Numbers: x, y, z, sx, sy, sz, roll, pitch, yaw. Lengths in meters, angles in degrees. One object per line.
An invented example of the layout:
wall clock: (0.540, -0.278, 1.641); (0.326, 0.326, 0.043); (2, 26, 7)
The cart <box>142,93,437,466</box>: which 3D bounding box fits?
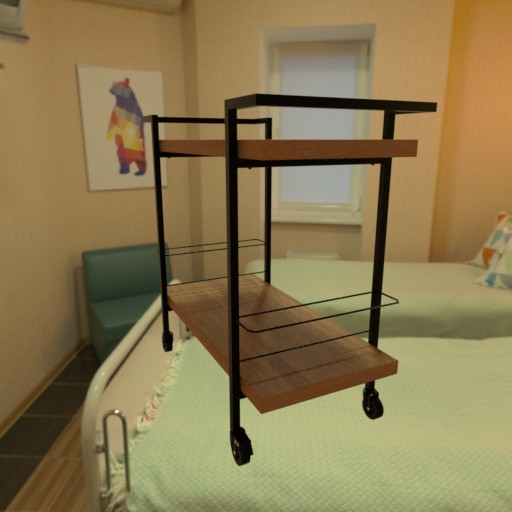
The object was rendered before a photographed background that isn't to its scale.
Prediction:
cart: (0.000, 0.000, 1.225); (0.406, 0.762, 0.806); (-7, 16, -25)
